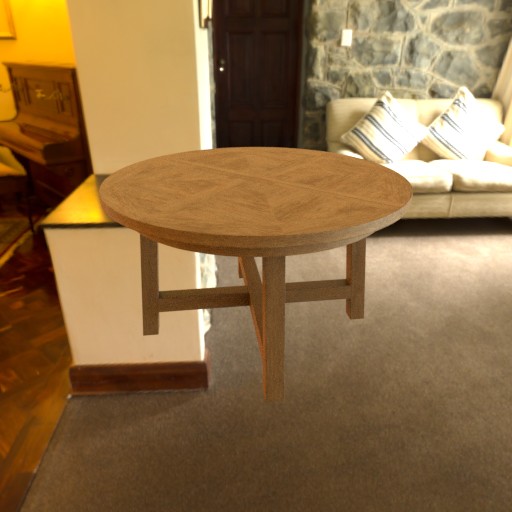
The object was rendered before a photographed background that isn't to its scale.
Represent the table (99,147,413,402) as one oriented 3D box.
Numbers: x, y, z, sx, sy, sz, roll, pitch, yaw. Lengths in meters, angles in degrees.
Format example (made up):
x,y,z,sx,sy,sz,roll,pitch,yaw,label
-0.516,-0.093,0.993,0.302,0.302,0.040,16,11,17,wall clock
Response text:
x,y,z,sx,sy,sz,roll,pitch,yaw,label
0.000,0.000,2.118,1.319,0.762,1.319,0,25,0,table
